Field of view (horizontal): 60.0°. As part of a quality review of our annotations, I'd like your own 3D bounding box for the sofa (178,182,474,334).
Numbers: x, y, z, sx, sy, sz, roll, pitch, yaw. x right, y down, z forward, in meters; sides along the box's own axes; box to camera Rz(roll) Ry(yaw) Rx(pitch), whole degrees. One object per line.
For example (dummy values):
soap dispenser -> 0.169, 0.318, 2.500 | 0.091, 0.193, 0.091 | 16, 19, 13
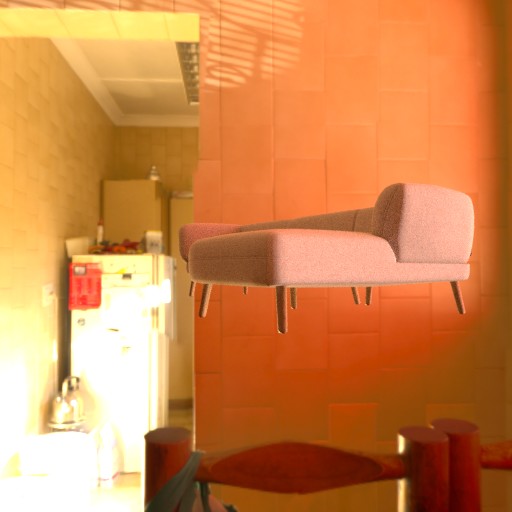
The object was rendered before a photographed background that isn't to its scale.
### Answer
sofa -> 0.000, 0.000, 3.292 | 1.610, 0.730, 2.660 | 1, -2, -35
